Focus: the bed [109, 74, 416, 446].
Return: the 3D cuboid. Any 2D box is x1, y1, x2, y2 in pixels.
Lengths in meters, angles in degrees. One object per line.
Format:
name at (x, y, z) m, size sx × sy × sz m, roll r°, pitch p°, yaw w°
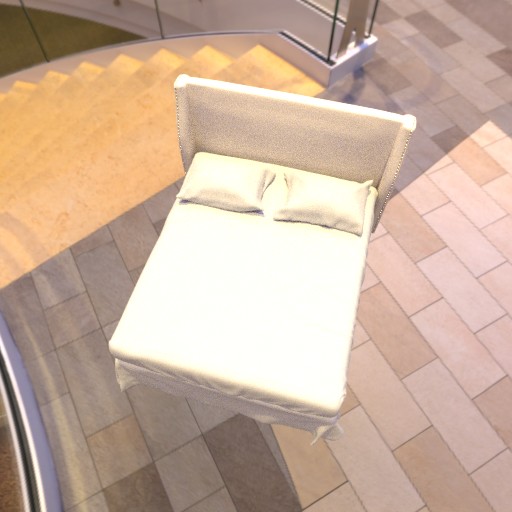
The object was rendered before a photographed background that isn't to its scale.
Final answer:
bed at (0.000, 0.000, 3.461) m, size 1.925 × 1.332 × 2.276 m, roll 13°, pitch 60°, yaw 8°
